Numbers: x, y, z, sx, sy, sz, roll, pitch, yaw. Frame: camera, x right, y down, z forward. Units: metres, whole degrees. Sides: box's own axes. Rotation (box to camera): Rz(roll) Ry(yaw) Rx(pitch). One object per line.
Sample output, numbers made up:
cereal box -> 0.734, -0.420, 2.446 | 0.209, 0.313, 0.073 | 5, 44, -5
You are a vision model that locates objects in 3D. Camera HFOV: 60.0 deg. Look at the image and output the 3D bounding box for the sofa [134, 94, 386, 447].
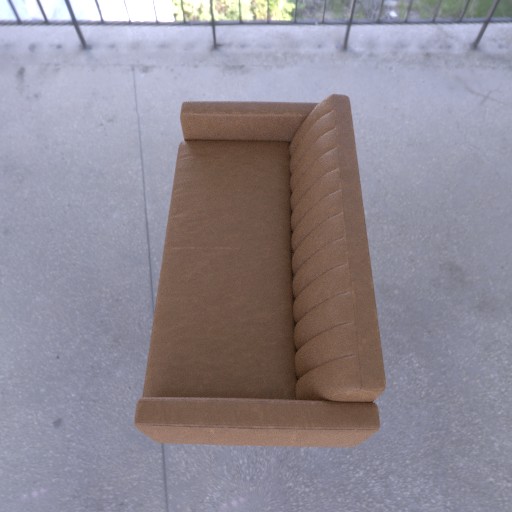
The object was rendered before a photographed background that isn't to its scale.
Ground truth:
sofa -> 0.000, 0.000, 2.361 | 0.993, 0.821, 1.847 | 1, 60, 1
